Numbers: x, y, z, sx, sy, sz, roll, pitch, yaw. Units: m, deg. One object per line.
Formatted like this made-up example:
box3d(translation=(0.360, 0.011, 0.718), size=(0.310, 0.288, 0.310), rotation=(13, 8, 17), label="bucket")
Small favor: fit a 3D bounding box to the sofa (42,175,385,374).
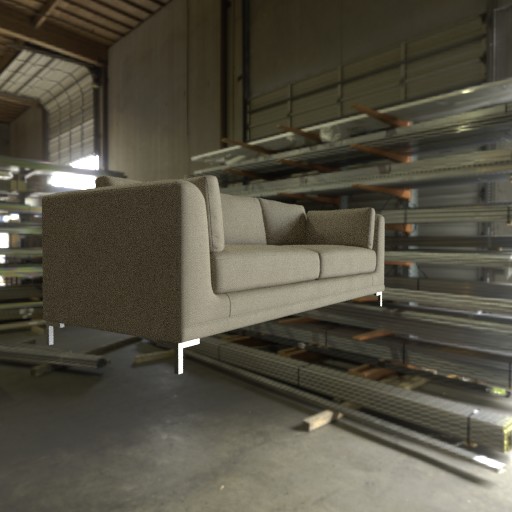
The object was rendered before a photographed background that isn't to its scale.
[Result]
box3d(translation=(0.000, 0.000, 2.954), size=(0.969, 0.867, 2.415), rotation=(1, 2, 34), label="sofa")
